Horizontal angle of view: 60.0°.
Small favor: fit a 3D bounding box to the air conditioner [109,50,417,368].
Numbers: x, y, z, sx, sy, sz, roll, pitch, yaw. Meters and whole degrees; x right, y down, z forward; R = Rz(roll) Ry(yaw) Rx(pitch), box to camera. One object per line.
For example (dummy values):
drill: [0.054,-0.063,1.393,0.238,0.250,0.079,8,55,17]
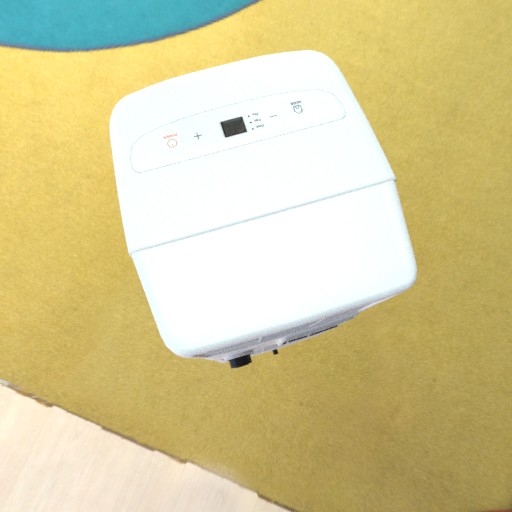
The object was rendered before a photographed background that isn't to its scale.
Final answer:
air conditioner: [0.000,0.000,0.779,0.304,0.606,0.349,-16,75,-4]
